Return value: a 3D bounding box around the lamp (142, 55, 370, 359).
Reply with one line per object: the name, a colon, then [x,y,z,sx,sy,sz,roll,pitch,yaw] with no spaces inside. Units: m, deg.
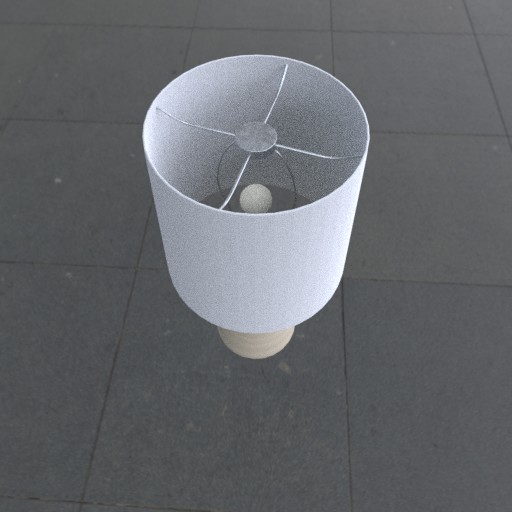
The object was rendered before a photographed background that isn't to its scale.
lamp: [0.000,0.000,0.480,0.186,0.369,0.186,0,59,0]
